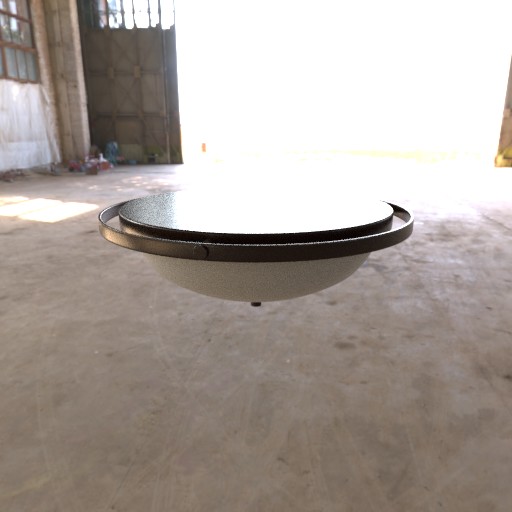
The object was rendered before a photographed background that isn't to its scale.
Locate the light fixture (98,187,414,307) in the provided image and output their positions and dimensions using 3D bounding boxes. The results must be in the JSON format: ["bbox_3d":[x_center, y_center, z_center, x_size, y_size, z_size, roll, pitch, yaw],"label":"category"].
[{"bbox_3d":[0.000,0.000,0.551,0.361,0.130,0.361,0,16,0],"label":"light fixture"}]
